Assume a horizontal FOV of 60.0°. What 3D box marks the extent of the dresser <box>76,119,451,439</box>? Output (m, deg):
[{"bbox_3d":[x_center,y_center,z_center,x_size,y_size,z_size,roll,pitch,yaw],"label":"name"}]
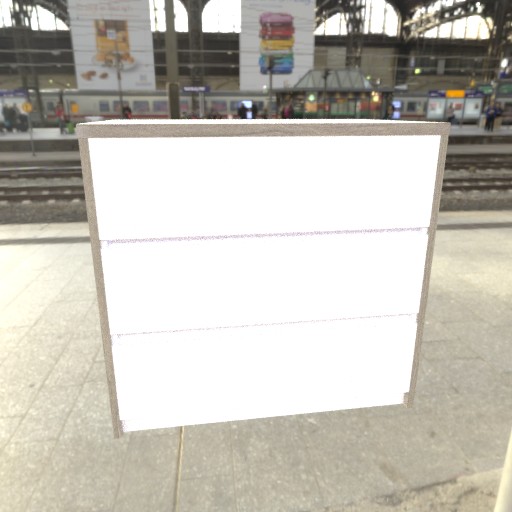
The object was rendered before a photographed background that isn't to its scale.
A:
[{"bbox_3d":[0.000,0.000,1.308,0.809,0.762,0.529,-3,18,-8],"label":"dresser"}]
